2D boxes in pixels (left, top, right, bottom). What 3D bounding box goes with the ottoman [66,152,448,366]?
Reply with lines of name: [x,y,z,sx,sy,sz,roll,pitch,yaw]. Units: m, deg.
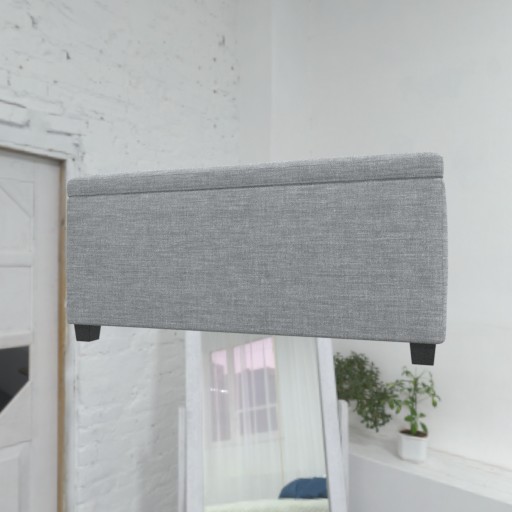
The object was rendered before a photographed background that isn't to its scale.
ottoman: [0.000,0.000,1.162,0.902,0.432,0.419,0,0,18]
